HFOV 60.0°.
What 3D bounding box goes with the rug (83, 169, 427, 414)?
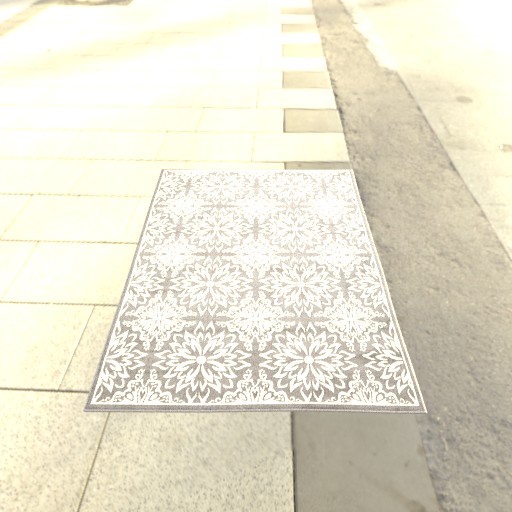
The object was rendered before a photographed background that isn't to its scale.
[{"bbox_3d":[0.000,0.000,2.898,1.608,0.014,2.213,0,41,0],"label":"rug"}]
